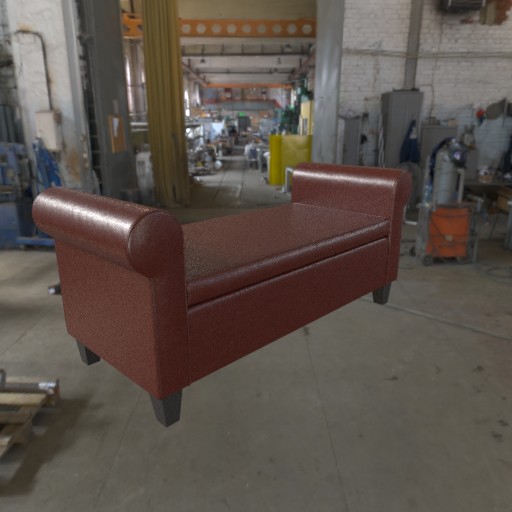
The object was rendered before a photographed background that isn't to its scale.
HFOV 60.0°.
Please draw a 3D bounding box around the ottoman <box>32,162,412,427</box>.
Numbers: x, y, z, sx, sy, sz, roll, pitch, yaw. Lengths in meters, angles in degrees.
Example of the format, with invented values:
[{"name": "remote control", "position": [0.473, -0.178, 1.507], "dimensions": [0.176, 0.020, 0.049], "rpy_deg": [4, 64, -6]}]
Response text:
[{"name": "ottoman", "position": [0.000, 0.000, 1.543], "dimensions": [0.521, 0.547, 1.256], "rpy_deg": [16, 23, 42]}]
